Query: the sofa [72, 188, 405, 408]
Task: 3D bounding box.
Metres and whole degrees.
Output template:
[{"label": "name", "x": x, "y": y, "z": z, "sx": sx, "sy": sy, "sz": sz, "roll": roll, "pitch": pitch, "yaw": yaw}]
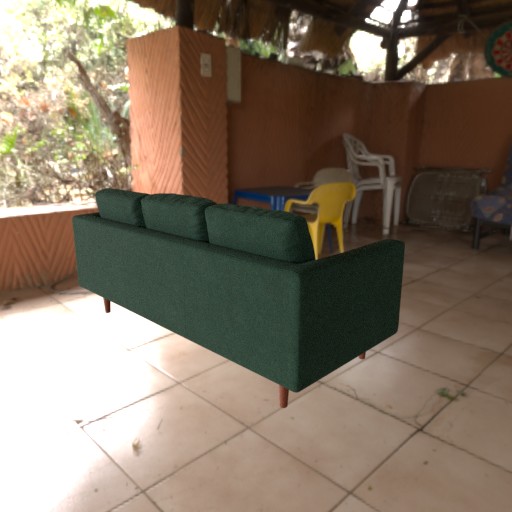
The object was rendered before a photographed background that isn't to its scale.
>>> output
[{"label": "sofa", "x": 0.000, "y": 0.000, "z": 2.953, "sx": 2.030, "sy": 0.899, "sz": 1.580, "roll": 14, "pitch": 19, "yaw": 43}]
